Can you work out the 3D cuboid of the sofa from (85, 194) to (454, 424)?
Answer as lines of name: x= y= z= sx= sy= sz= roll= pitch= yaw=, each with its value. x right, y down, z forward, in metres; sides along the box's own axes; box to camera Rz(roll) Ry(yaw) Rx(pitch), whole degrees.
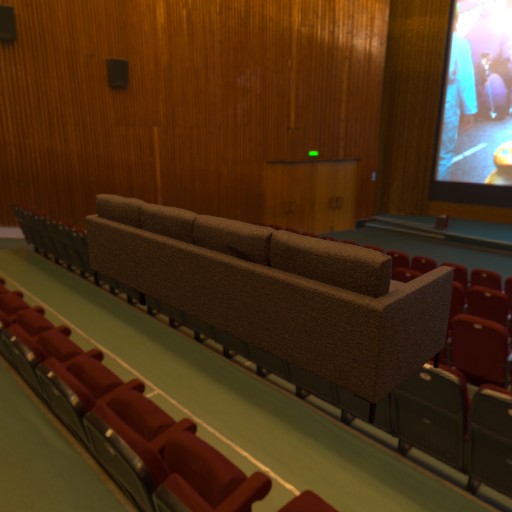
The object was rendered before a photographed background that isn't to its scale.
sofa: x=0.000 y=0.000 z=3.725 sx=3.221 sy=0.892 sz=1.483 roll=16 pitch=22 yaw=43
